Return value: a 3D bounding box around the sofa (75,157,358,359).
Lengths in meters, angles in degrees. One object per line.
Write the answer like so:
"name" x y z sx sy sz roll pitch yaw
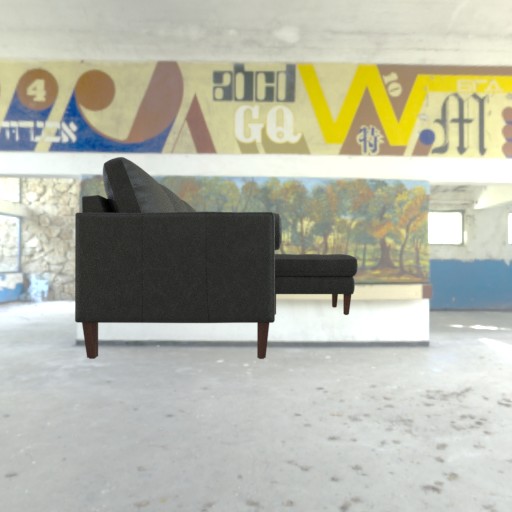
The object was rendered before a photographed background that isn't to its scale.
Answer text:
"sofa" 0.000 0.000 2.901 1.497 0.876 2.178 0 0 0
